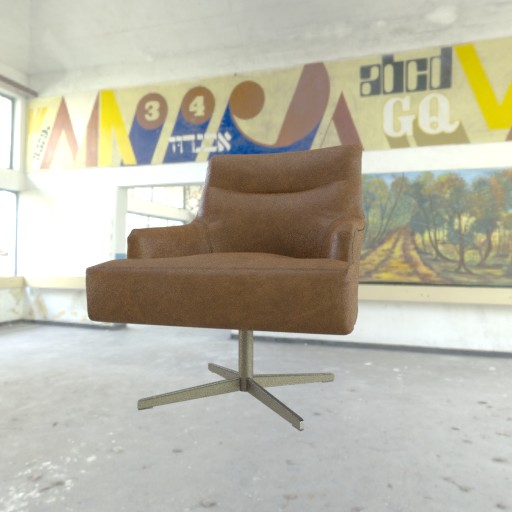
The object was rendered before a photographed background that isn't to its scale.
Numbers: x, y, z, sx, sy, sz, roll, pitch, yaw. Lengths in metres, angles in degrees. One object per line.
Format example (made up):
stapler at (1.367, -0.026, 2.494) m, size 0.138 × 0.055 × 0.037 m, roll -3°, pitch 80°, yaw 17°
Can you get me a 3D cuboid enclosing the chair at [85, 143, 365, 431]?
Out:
chair at (0.000, 0.000, 1.490) m, size 0.729 × 0.869 × 0.874 m, roll 0°, pitch 0°, yaw 19°
